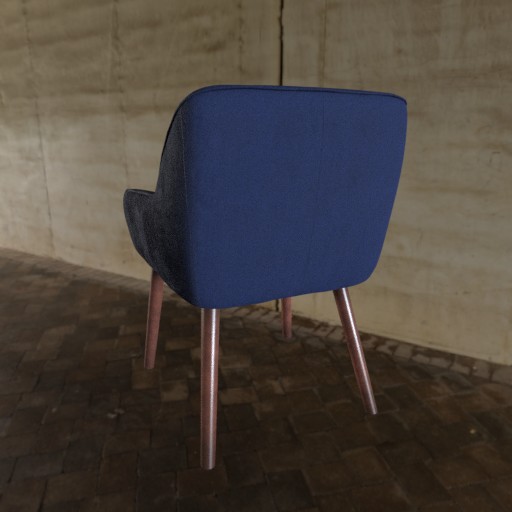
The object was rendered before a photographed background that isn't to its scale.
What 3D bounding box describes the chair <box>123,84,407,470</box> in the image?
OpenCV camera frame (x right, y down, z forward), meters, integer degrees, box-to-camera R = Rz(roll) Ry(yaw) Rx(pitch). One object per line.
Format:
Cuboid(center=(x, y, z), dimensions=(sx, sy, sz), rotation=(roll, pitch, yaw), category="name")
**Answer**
Cuboid(center=(0.000, 0.000, 1.214), dimensions=(0.600, 0.820, 0.600), rotation=(-7, 17, -25), category="chair")
